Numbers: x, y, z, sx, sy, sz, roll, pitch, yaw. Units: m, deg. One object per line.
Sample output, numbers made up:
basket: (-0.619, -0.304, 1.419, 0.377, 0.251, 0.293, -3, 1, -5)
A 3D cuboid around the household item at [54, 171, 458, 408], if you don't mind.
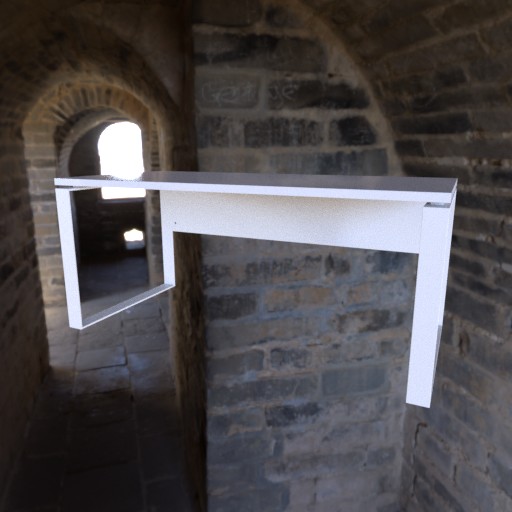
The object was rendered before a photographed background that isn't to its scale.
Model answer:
household item: (0.000, 0.000, 2.151, 1.700, 0.745, 0.800, 6, 15, 24)
